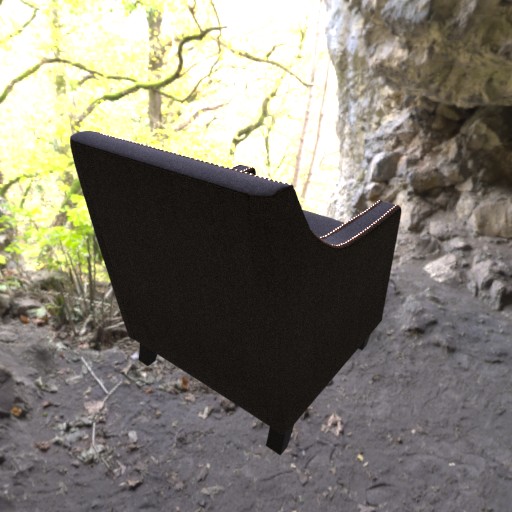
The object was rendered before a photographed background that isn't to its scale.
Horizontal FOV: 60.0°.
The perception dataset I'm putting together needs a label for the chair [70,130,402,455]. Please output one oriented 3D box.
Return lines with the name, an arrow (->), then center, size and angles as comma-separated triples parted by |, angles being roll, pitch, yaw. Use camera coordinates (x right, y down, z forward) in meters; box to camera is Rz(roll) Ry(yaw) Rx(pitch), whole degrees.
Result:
chair -> 0.000, 0.000, 1.649 | 0.776, 0.967, 0.884 | 22, 37, 32
